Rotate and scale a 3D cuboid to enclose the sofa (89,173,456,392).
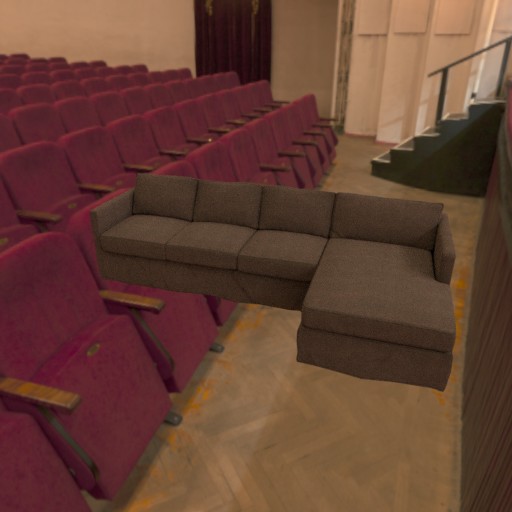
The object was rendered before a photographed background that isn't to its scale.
[{"bbox_3d":[0.000,0.000,3.872,3.205,0.922,1.650,8,27,16],"label":"sofa"}]
